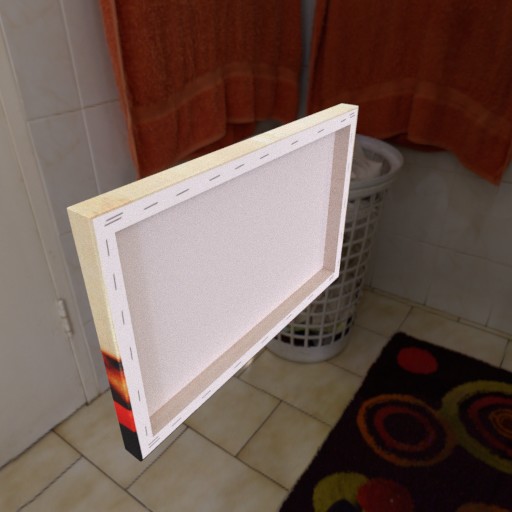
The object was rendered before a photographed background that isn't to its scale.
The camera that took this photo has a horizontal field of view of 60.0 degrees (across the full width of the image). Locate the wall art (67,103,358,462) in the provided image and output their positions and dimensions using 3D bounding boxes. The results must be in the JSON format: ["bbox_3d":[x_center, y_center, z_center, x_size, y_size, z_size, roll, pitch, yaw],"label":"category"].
[{"bbox_3d":[0.000,0.000,0.769,0.040,0.402,0.613,21,37,31],"label":"wall art"}]
